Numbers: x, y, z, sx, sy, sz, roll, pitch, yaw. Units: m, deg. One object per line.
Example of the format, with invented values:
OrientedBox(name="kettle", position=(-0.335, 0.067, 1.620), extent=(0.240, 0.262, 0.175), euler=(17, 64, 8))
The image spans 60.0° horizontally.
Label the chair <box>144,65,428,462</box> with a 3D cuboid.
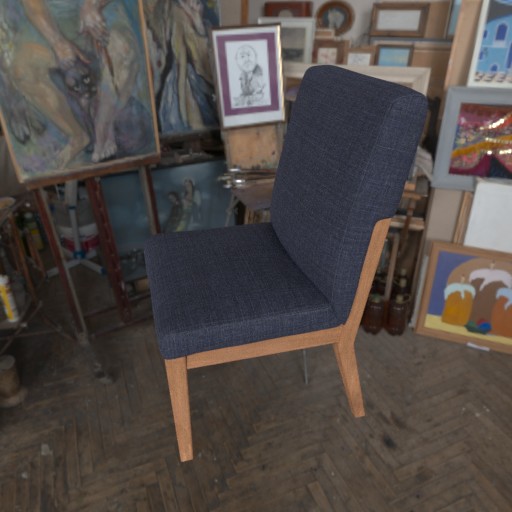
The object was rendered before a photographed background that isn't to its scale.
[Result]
OrientedBox(name="chair", position=(0.000, 0.000, 1.213), extent=(0.586, 0.911, 0.507), euler=(-8, 31, -14))
